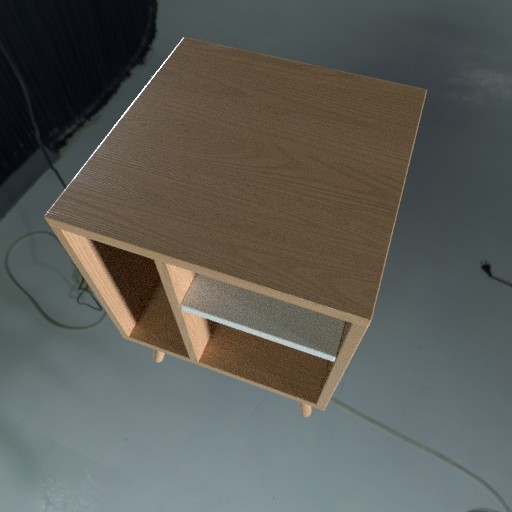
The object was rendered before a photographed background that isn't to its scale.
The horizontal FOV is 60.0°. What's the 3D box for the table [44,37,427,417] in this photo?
[{"bbox_3d":[0.000,0.000,0.830,0.400,0.550,0.400,17,59,11],"label":"table"}]
